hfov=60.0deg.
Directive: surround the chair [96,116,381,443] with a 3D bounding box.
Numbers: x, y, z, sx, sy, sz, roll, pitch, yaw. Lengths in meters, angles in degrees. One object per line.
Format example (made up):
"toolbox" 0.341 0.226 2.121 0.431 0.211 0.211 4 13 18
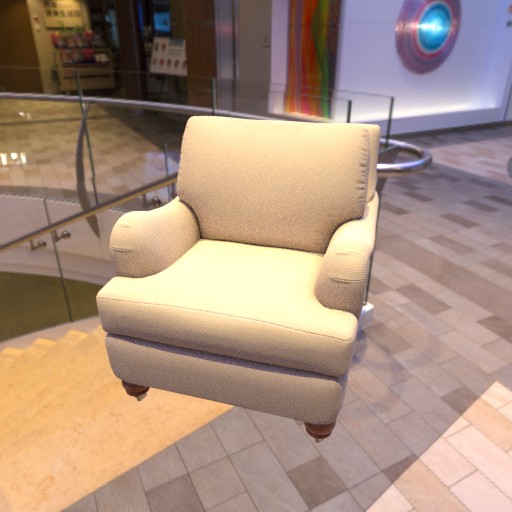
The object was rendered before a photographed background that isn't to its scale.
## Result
"chair" 0.000 0.000 1.885 0.955 1.038 1.070 7 28 14
